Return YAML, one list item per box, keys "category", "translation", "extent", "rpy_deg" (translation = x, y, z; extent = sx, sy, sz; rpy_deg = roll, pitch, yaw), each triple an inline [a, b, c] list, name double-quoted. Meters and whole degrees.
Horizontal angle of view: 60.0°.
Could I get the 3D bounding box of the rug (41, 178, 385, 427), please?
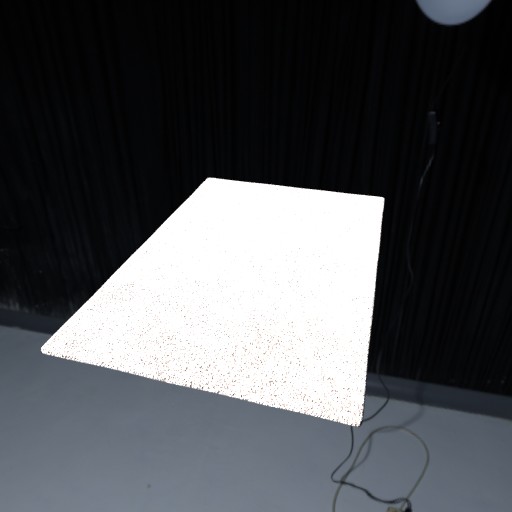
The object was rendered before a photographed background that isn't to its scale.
- category: "rug"
  translation: [0.000, 0.000, 2.283]
  extent: [1.219, 0.030, 1.778]
  rpy_deg: [9, 33, 14]
